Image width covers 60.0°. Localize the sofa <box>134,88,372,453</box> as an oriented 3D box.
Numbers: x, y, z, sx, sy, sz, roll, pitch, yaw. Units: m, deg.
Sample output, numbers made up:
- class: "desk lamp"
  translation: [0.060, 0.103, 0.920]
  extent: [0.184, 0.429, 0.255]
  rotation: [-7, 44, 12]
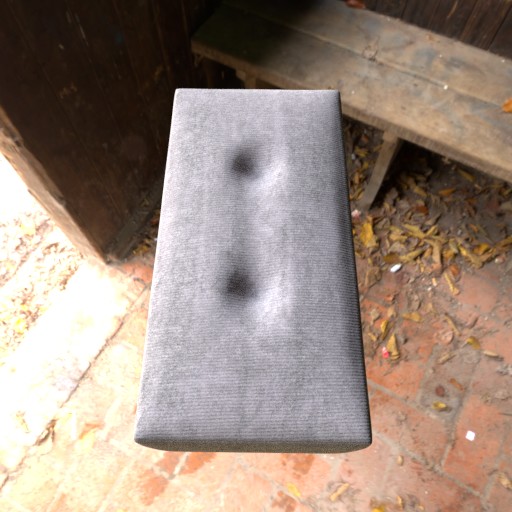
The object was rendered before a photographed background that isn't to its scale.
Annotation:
- class: "sofa"
  translation: [0.000, 0.000, 1.149]
  extent: [0.480, 0.330, 0.930]
  rotation: [1, 65, 0]
